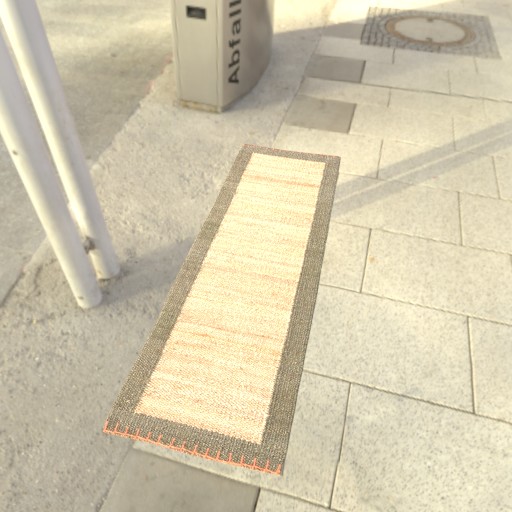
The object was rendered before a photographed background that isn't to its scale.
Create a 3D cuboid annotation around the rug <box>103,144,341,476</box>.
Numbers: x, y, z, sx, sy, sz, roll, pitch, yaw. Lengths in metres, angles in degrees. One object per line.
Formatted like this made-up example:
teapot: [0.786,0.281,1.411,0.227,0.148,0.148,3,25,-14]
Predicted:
rug: [0.000,0.000,2.690,0.810,0.016,2.413,10,46,10]
